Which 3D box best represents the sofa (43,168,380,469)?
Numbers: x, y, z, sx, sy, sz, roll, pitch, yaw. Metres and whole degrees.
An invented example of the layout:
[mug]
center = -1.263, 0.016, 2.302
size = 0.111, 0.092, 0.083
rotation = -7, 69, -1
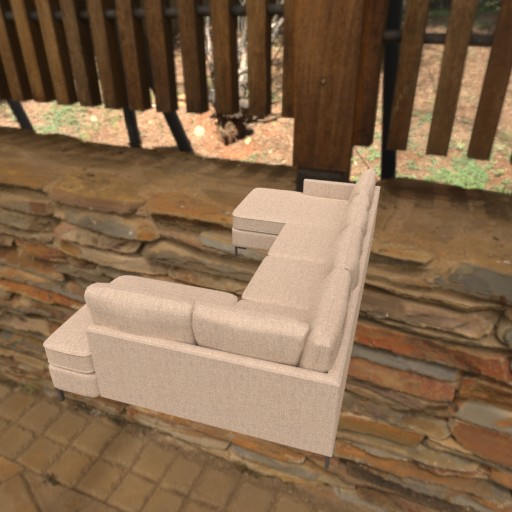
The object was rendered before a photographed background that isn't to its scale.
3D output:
[sofa]
center = 0.000, 0.000, 4.195
size = 2.021, 0.996, 3.423
rotation = 9, 30, 15
